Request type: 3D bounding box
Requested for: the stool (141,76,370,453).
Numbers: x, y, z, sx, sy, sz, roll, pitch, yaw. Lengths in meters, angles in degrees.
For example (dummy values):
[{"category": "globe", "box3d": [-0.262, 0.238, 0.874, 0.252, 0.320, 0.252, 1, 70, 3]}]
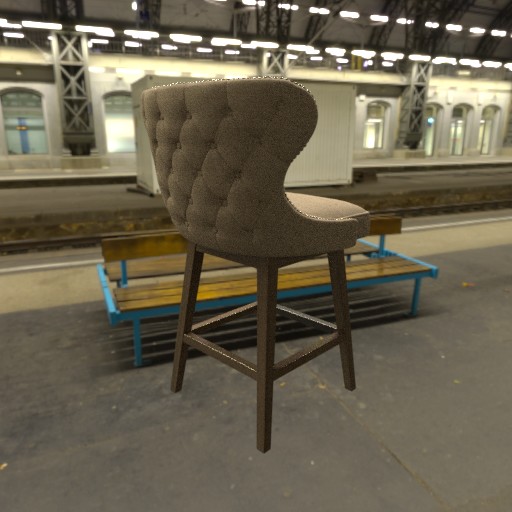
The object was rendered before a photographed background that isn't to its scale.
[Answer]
[{"category": "stool", "box3d": [0.000, 0.000, 1.378, 0.615, 0.972, 0.597, 15, 21, 43]}]
